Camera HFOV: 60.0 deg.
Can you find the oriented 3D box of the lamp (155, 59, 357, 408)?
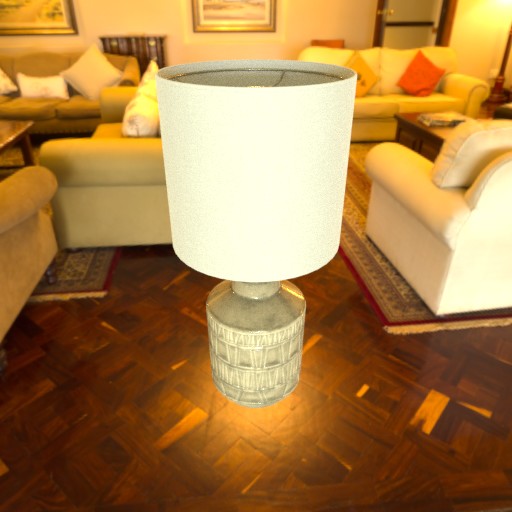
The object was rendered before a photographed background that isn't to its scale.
[{"bbox_3d":[0.000,0.000,0.585,0.211,0.455,0.211,19,35,30],"label":"lamp"}]
